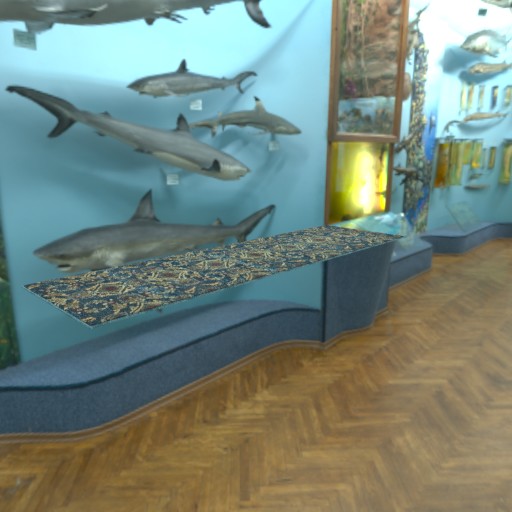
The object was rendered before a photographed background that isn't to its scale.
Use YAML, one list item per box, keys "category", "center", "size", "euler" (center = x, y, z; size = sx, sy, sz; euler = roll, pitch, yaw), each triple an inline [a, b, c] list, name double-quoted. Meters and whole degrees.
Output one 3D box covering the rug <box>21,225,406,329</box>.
- category: "rug"
  center: [0.000, 0.000, 2.533]
  size: [0.685, 0.014, 2.292]
  euler: [13, 19, 43]
